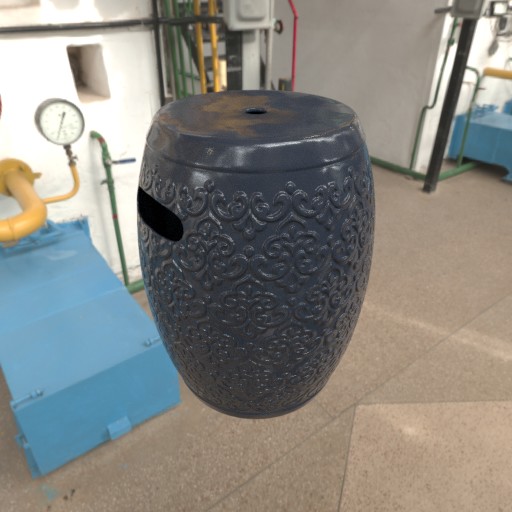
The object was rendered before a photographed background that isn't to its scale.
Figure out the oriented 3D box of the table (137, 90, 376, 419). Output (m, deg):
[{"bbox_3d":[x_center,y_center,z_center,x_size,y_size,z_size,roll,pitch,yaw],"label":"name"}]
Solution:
[{"bbox_3d":[0.000,0.000,0.613,0.309,0.397,0.309,0,32,0],"label":"table"}]
